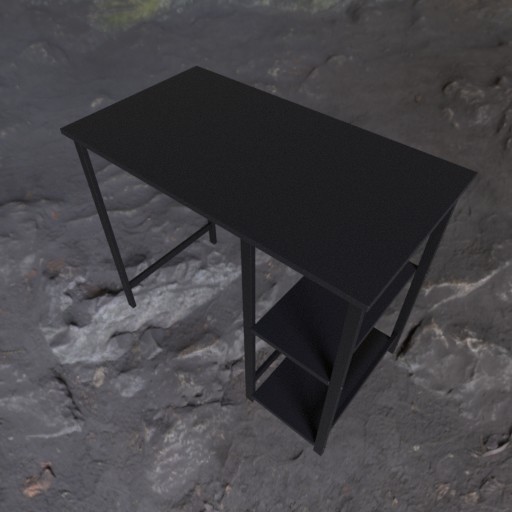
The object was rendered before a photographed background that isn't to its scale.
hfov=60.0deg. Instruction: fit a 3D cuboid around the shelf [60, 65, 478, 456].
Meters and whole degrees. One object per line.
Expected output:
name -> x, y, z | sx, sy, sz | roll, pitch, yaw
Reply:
shelf -> 0.000, 0.000, 1.345 | 0.902, 0.749, 0.498 | 31, 53, 26
